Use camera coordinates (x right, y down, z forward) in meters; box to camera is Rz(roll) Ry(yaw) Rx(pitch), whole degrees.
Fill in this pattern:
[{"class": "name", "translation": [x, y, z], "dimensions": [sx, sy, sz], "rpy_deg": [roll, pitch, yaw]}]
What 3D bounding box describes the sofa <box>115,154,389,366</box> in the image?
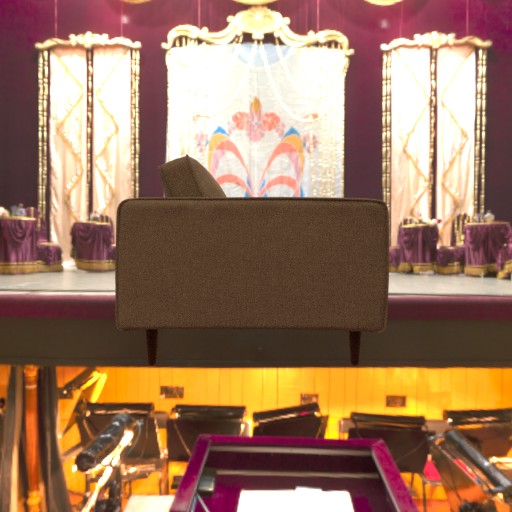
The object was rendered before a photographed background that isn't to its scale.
[{"class": "sofa", "translation": [0.000, 0.000, 2.365], "dimensions": [0.914, 0.762, 1.879], "rpy_deg": [0, 1, 0]}]
